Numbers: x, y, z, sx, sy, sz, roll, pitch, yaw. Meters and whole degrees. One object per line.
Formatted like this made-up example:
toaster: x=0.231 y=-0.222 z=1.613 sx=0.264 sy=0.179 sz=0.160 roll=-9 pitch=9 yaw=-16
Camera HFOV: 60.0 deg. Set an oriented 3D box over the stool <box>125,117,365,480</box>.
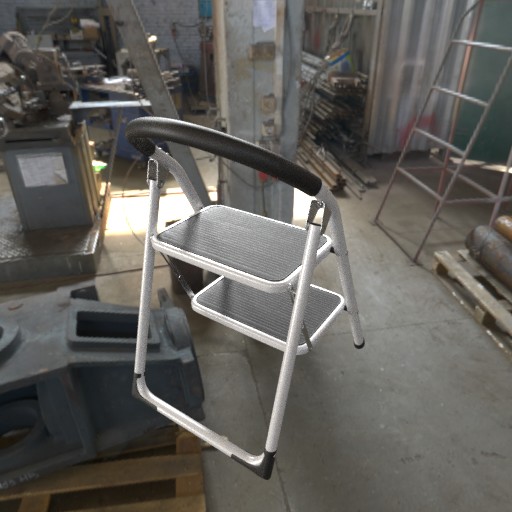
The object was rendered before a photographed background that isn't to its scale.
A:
stool: x=0.000 y=0.000 z=1.101 sx=0.453 sy=0.760 sz=0.559 roll=19 pitch=35 yaw=29
